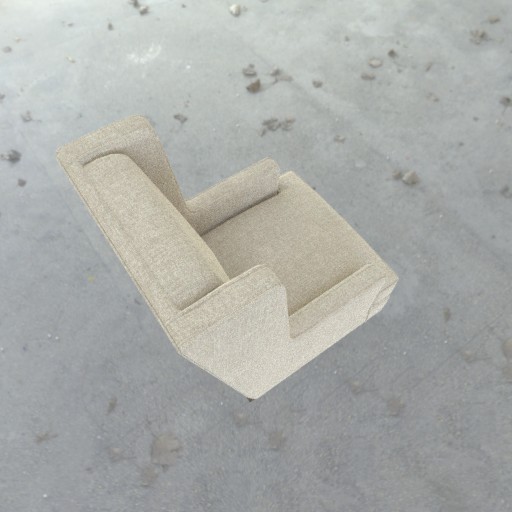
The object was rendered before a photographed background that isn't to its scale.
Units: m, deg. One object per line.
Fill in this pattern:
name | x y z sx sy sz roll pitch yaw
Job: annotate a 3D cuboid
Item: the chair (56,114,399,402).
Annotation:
chair | 0.000 0.000 1.740 0.948 1.082 0.764 -31 63 -18
